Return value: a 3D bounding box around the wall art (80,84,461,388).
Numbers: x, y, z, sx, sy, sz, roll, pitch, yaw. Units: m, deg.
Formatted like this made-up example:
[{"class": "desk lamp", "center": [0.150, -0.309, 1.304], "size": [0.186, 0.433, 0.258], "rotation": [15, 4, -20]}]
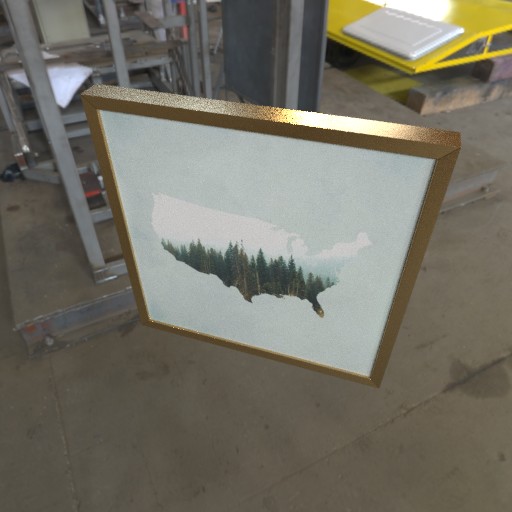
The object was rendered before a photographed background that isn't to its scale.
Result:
[{"class": "wall art", "center": [0.000, 0.000, 0.752], "size": [0.509, 0.509, 0.040], "rotation": [12, 43, 13]}]
